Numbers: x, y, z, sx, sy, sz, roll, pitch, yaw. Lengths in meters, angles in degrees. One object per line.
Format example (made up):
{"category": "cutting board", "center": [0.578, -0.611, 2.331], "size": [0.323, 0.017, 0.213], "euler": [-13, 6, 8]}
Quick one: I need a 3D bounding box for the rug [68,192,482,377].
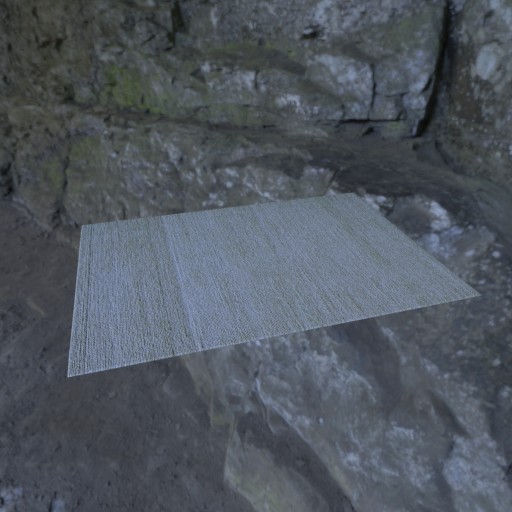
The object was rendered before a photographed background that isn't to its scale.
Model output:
{"category": "rug", "center": [0.000, 0.000, 5.134], "size": [3.935, 0.025, 2.782], "euler": [-9, 32, -14]}
